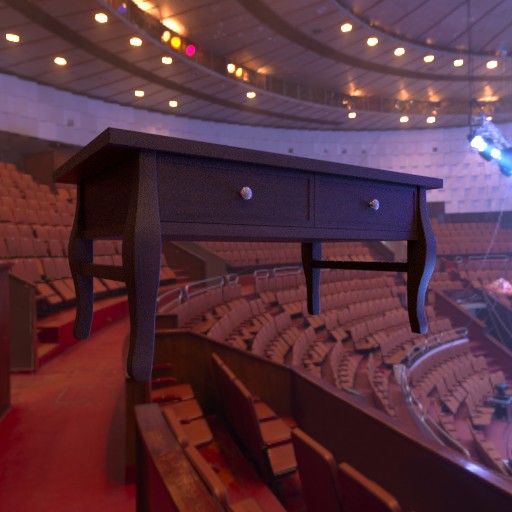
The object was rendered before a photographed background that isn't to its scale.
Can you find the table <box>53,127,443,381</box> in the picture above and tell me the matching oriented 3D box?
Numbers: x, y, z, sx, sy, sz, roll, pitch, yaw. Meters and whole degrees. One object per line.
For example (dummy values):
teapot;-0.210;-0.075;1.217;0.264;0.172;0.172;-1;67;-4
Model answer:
table;0.000;0.000;1.372;1.062;0.494;0.600;0;1;-34
